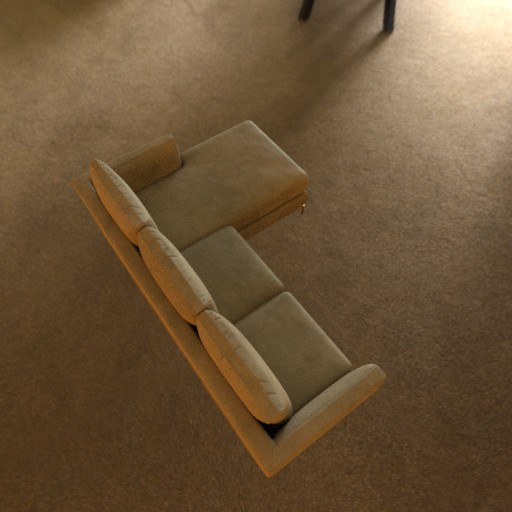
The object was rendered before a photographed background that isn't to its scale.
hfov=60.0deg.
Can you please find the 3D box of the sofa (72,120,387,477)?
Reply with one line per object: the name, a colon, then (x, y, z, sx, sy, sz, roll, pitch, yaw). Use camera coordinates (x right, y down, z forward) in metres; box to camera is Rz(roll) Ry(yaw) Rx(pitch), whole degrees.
sofa: (0.000, 0.000, 3.219, 1.622, 0.987, 2.438, -32, 63, -18)
